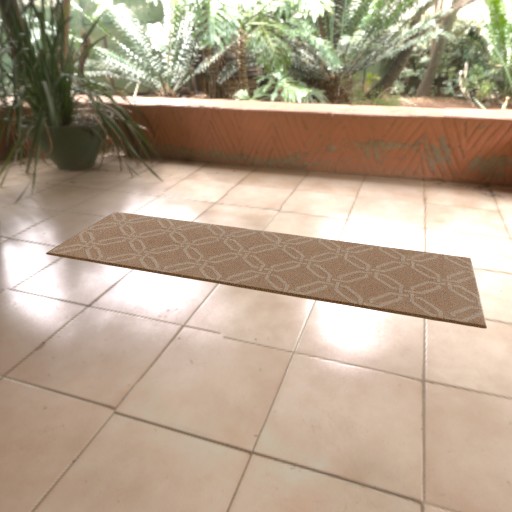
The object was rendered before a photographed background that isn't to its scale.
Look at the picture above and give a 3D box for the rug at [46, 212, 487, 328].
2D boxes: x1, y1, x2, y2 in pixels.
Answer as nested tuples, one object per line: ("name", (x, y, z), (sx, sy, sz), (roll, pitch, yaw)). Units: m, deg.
("rug", (0.000, 0.000, 2.473), (2.276, 0.014, 0.678), (8, 28, 16))
